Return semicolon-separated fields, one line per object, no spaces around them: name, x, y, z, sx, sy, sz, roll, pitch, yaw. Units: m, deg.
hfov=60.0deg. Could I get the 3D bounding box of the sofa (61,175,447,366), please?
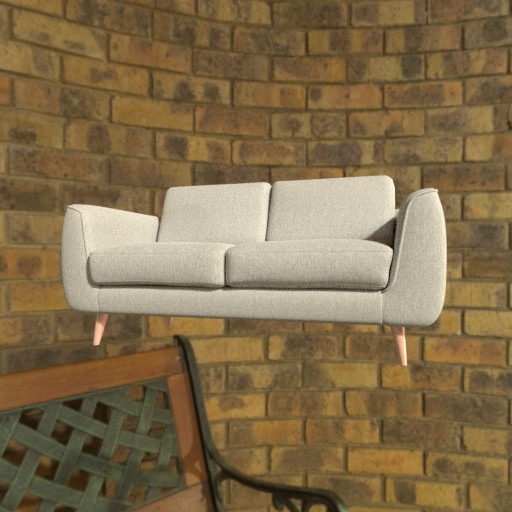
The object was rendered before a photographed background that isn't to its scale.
sofa;0.000;0.000;2.236;1.700;0.850;0.920;0;-1;17
